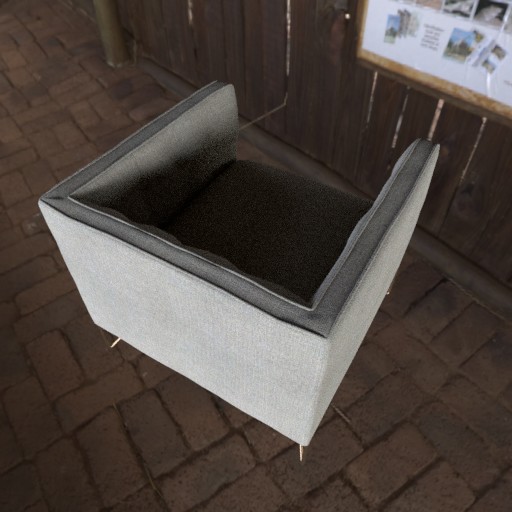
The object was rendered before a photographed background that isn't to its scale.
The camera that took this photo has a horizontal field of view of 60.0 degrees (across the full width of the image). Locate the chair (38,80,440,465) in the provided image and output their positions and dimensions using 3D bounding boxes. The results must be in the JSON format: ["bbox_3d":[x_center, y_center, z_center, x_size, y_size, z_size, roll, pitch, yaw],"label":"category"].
[{"bbox_3d":[0.000,0.000,1.616,0.920,0.799,0.912,24,51,21],"label":"chair"}]
